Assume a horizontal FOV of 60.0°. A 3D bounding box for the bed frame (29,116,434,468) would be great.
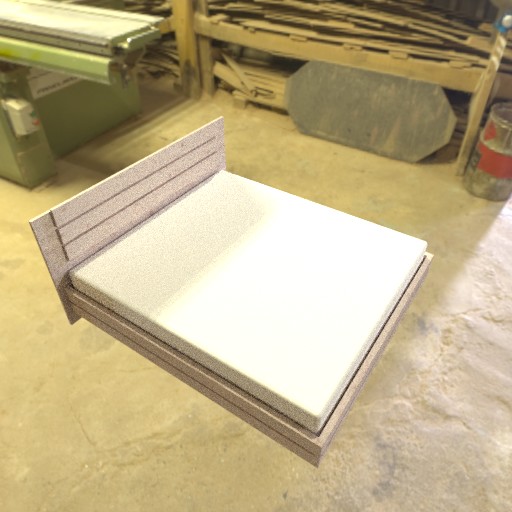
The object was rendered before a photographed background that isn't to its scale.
[{"bbox_3d":[0.000,0.000,3.212,2.080,0.970,1.950,24,46,25],"label":"bed frame"}]
